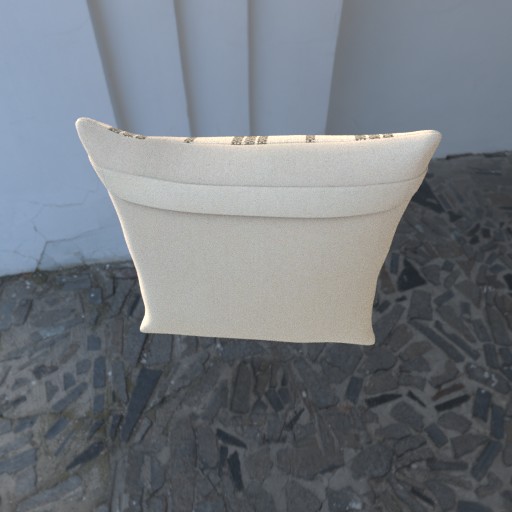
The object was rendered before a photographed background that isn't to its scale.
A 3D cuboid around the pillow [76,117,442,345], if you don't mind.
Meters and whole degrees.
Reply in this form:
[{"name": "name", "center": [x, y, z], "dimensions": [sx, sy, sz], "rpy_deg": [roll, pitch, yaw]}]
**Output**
[{"name": "pillow", "center": [0.000, 0.000, 0.625], "dimensions": [0.405, 0.406, 0.173], "rpy_deg": [3, 46, 3]}]
